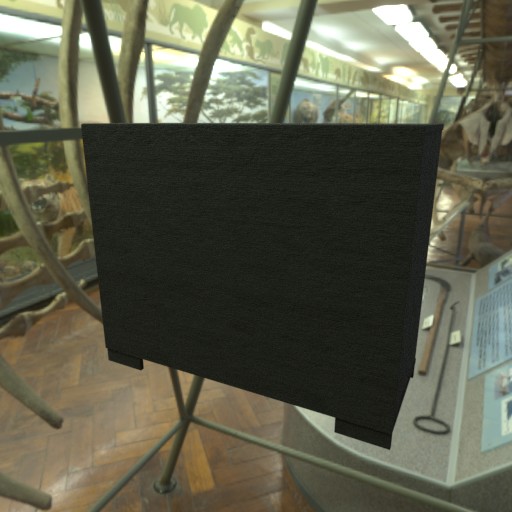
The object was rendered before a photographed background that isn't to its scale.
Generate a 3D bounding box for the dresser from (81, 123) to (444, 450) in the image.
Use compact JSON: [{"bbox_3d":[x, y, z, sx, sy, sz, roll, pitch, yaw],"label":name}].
[{"bbox_3d":[0.000,0.000,1.425,0.994,0.816,0.404,9,19,26],"label":"dresser"}]
